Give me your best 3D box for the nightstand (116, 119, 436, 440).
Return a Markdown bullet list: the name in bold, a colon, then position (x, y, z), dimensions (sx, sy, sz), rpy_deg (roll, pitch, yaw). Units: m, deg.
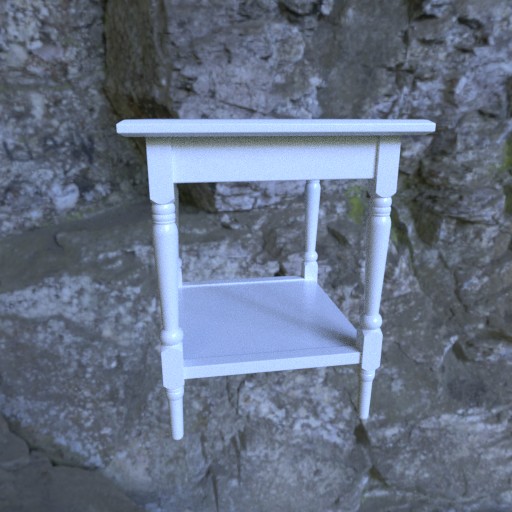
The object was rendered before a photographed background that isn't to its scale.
- **nightstand**: position (0.000, 0.000, 0.941), dimensions (0.459, 0.555, 0.505), rpy_deg (-3, 17, -9)
